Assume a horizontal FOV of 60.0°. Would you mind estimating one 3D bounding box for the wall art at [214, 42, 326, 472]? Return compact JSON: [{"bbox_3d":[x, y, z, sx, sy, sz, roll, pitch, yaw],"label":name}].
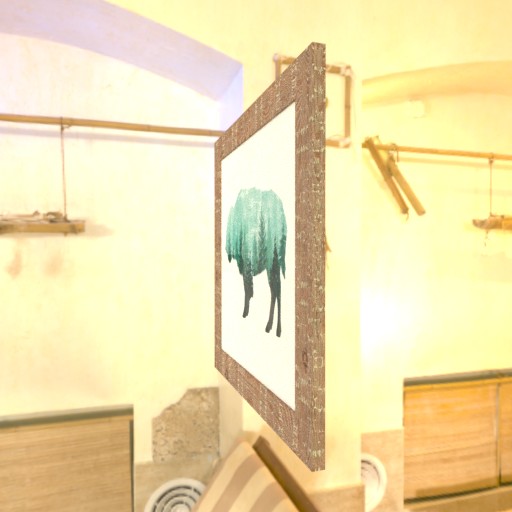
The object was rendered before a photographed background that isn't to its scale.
[{"bbox_3d":[0.000,0.000,0.575,0.022,0.380,0.380,0,0,-18],"label":"wall art"}]
